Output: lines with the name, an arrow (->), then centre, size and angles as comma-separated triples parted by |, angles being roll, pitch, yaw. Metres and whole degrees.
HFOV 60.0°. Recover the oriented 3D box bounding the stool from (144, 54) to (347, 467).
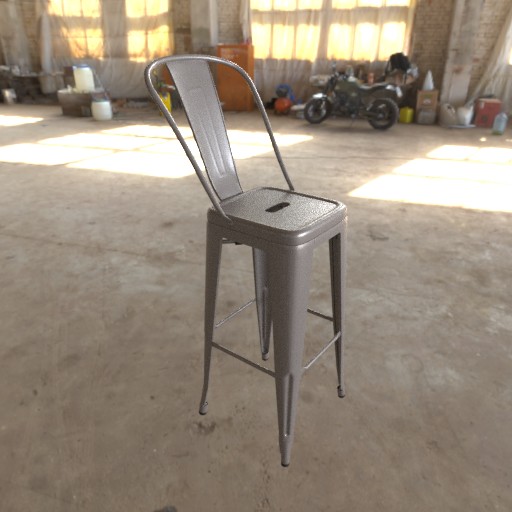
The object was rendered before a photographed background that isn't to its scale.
stool -> 0.000, 0.000, 1.333 | 0.513, 1.096, 0.399 | 18, 32, 33
